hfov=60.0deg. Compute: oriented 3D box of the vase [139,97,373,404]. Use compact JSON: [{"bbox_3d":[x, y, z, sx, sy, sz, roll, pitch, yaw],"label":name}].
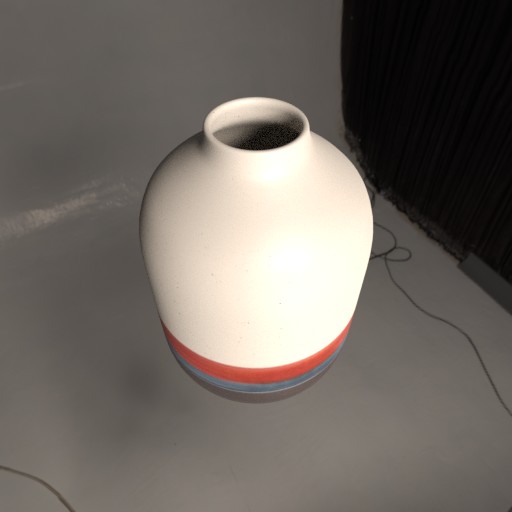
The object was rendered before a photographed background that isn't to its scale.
[{"bbox_3d":[0.000,0.000,0.352,0.169,0.237,0.169,0,48,0],"label":"vase"}]
